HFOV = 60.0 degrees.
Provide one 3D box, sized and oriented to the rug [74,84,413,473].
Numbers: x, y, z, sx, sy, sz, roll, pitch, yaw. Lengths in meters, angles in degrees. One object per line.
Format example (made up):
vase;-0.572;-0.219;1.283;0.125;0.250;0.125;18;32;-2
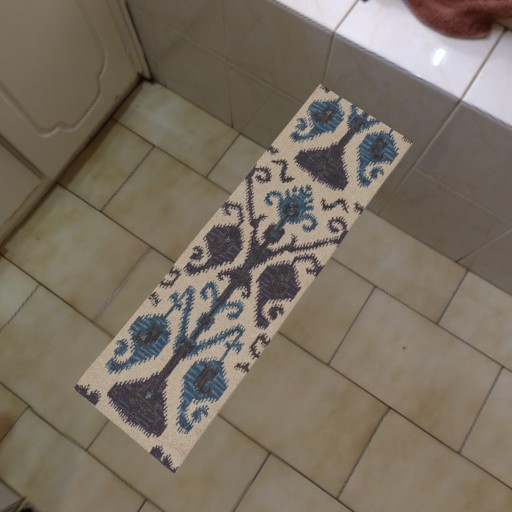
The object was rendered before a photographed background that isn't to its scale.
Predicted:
rug;0.000;0.000;2.508;0.692;0.017;2.301;35;78;9
